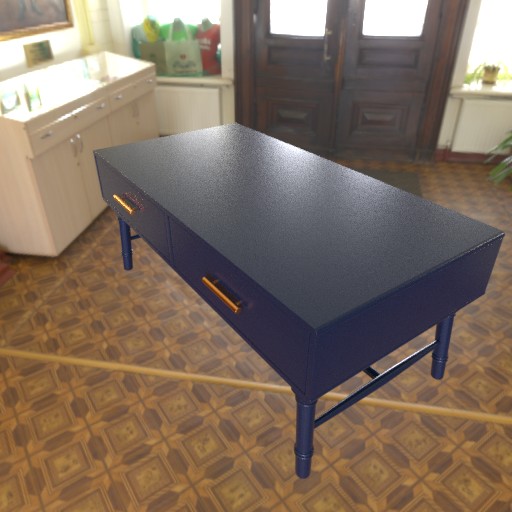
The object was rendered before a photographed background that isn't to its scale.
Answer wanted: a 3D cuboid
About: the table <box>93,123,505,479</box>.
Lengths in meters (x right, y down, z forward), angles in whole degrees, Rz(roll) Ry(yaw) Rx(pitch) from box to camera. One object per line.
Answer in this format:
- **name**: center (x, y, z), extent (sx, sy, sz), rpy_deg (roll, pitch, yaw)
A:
- **table**: center (0.000, 0.000, 1.309), extent (0.572, 0.457, 1.067), rpy_deg (-21, 37, -30)
